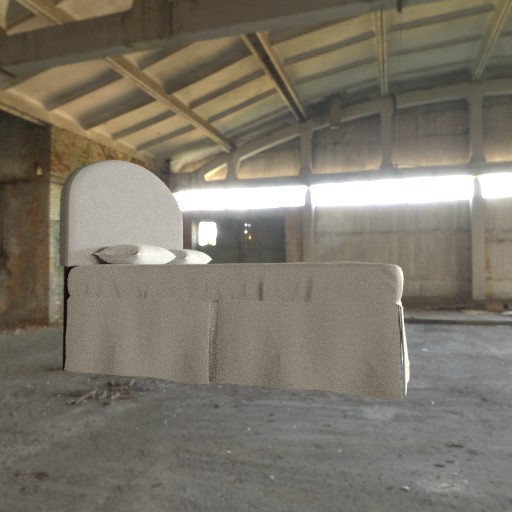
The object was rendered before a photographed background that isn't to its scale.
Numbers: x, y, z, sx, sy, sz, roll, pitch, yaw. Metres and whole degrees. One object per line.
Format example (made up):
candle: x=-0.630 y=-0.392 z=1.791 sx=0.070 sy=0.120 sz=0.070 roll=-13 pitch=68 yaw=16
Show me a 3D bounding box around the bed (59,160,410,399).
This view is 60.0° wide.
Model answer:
bed: x=0.000 y=0.000 z=3.082 sx=2.005 sy=1.410 sz=1.607 roll=-1 pitch=-2 yaw=17
